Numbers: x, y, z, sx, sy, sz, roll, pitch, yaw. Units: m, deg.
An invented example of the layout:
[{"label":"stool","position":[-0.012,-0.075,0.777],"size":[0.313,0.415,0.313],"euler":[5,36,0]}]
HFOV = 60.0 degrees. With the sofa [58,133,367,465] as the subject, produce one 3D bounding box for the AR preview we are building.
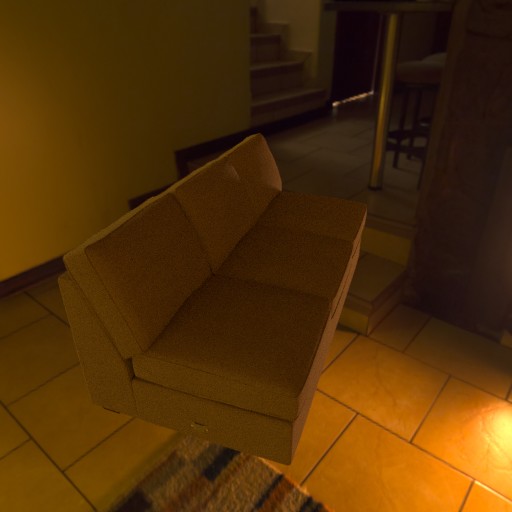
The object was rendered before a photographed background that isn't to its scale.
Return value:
[{"label":"sofa","position":[0.000,0.000,2.755],"size":[1.127,1.036,2.092],"euler":[10,31,17]}]
